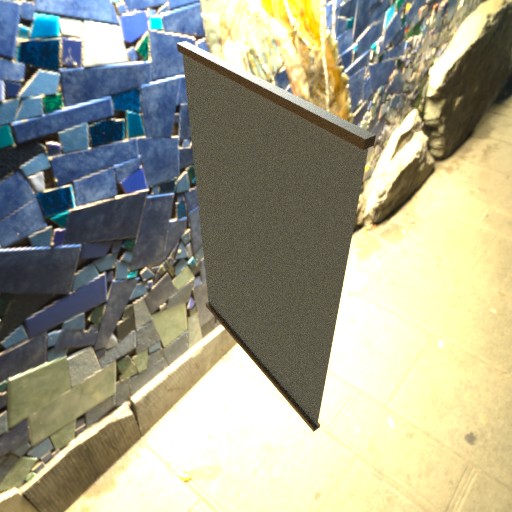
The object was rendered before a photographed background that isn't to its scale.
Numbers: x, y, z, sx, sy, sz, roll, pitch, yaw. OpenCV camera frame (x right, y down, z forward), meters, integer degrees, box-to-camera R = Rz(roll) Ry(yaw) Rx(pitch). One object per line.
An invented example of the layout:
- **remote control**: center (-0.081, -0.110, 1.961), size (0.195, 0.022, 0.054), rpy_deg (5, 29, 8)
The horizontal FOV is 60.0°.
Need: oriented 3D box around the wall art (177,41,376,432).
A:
- **wall art**: center (0.000, 0.000, 1.300), size (0.027, 1.020, 0.669), rpy_deg (-26, 47, -26)
